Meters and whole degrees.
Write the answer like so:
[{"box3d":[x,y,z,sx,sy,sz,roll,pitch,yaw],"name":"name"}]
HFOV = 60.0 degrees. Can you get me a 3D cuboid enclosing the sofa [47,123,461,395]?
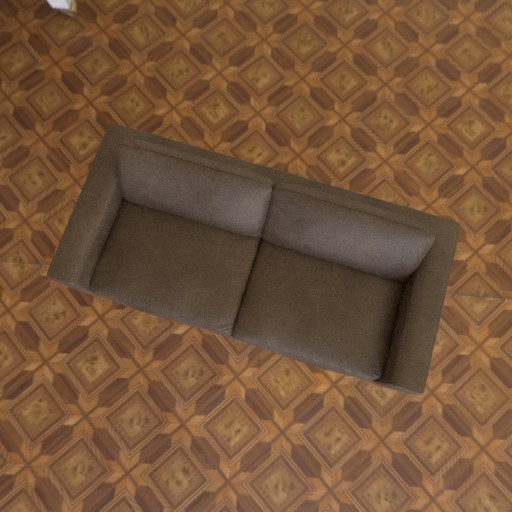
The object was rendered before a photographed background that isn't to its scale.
[{"box3d":[0.000,0.000,2.768,2.262,0.801,1.070,17,78,4],"name":"sofa"}]
